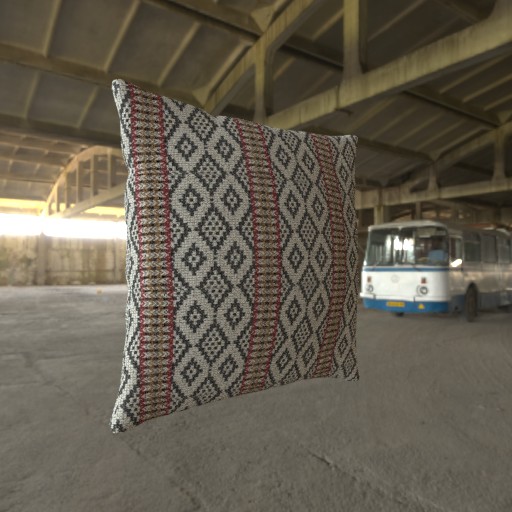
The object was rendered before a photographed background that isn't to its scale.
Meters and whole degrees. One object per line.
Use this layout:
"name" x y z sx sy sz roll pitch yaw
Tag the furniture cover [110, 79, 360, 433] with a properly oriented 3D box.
"furniture cover" 0.000 0.000 0.774 0.503 0.506 0.182 1 -2 -36
